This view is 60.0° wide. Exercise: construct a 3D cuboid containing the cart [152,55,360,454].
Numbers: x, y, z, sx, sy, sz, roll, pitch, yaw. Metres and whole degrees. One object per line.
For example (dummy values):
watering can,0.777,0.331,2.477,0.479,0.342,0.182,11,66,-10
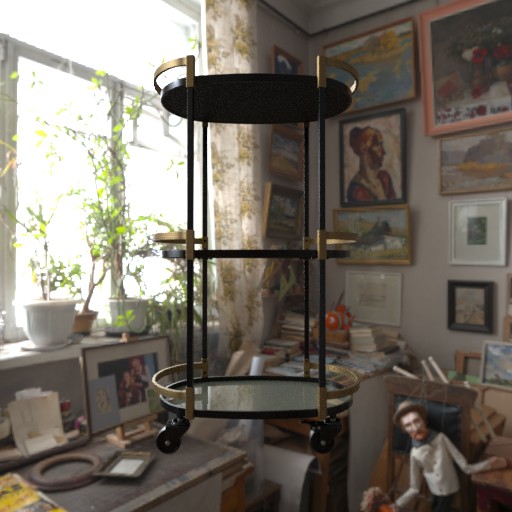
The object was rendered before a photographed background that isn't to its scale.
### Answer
cart,0.000,0.000,1.124,0.515,0.885,0.311,0,-1,0
